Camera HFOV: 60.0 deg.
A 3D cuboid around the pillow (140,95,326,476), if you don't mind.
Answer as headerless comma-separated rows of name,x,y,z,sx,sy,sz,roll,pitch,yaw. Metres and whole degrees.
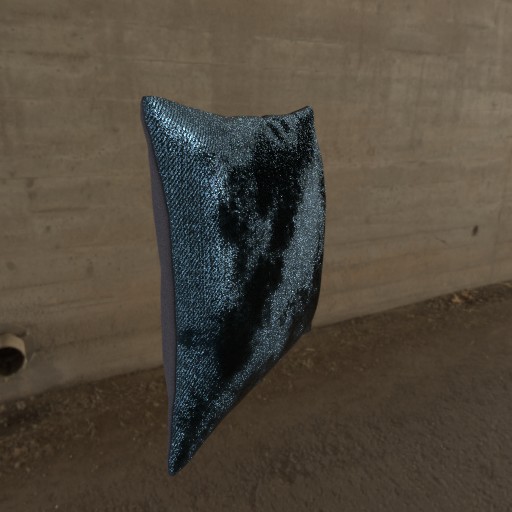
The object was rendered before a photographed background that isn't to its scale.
pillow,0.000,0.000,0.646,0.138,0.430,0.436,9,18,27
